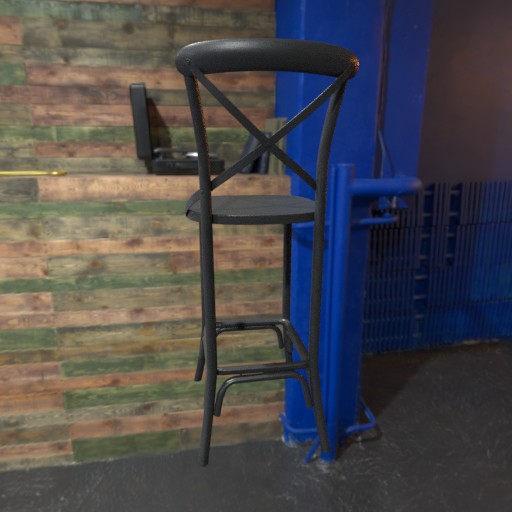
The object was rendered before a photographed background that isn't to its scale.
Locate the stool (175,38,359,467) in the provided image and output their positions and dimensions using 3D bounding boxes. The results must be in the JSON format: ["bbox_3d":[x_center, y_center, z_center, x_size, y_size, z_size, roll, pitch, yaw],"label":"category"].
[{"bbox_3d":[0.000,0.000,1.427,0.457,1.168,0.584,-2,15,-9],"label":"stool"}]
